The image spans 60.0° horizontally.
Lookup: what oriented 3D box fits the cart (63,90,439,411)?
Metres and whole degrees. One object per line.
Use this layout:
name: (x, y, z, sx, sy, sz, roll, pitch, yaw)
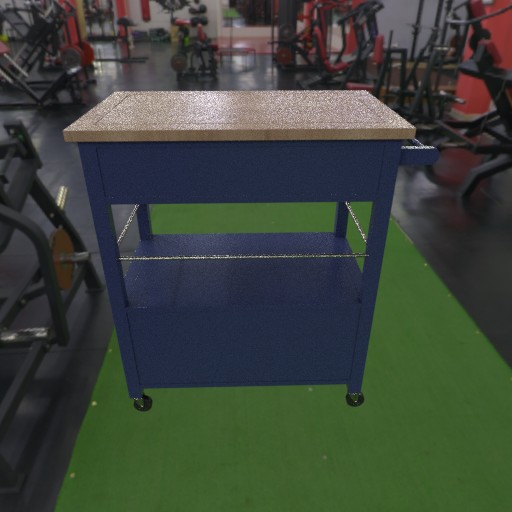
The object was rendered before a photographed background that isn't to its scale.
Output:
cart: (0.000, 0.000, 1.382, 0.840, 0.901, 0.459, -1, 30, -1)
